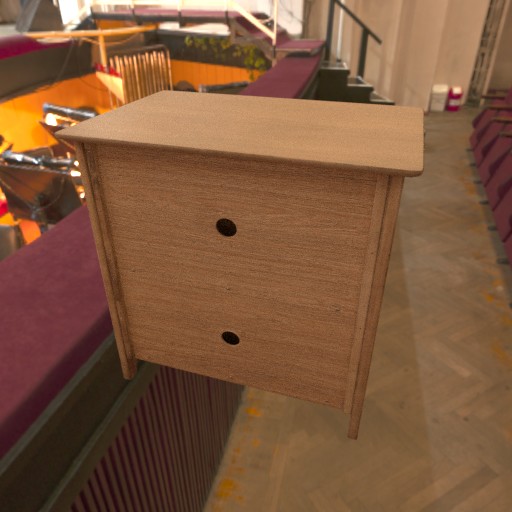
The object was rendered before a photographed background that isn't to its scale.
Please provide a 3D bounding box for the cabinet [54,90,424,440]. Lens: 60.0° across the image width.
[{"bbox_3d":[0.000,0.000,1.253,0.763,0.762,0.503,9,32,15],"label":"cabinet"}]
